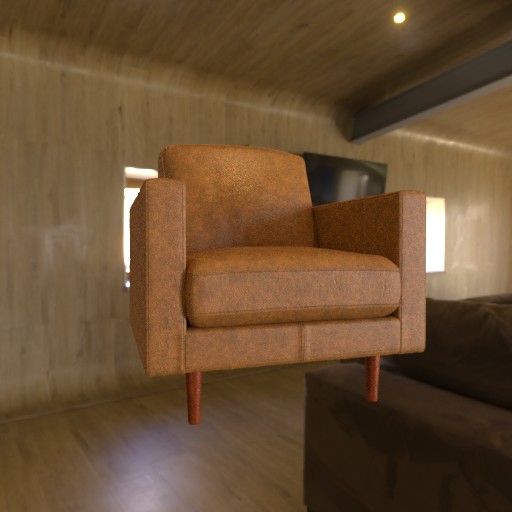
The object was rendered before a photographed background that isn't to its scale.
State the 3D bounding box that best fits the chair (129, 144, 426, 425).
[{"bbox_3d":[0.000,0.000,1.683,0.890,0.956,0.909,0,1,-18],"label":"chair"}]
